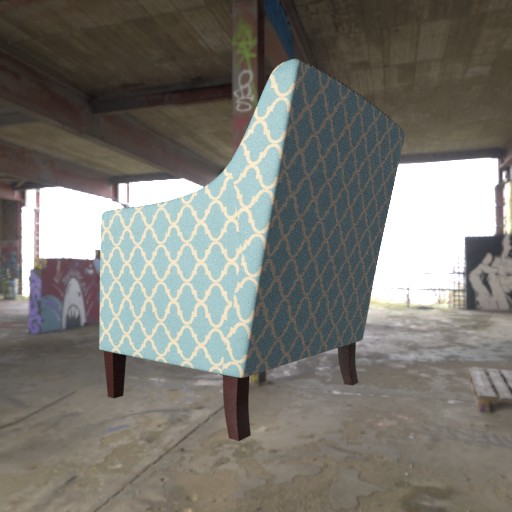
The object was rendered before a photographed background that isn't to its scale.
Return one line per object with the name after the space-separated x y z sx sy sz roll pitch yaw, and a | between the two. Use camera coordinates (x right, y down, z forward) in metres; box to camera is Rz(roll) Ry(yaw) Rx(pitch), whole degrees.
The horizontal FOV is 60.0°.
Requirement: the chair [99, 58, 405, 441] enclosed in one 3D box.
0.000 0.000 1.318 0.686 0.817 0.617 -1 -2 38 | chair
